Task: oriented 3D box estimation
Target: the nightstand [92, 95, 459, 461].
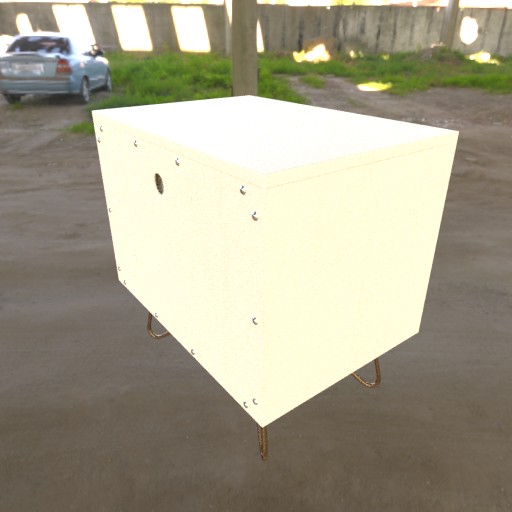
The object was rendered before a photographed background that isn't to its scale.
[{"bbox_3d":[0.000,0.000,1.012,0.447,0.604,0.614,-19,32,-33],"label":"nightstand"}]
